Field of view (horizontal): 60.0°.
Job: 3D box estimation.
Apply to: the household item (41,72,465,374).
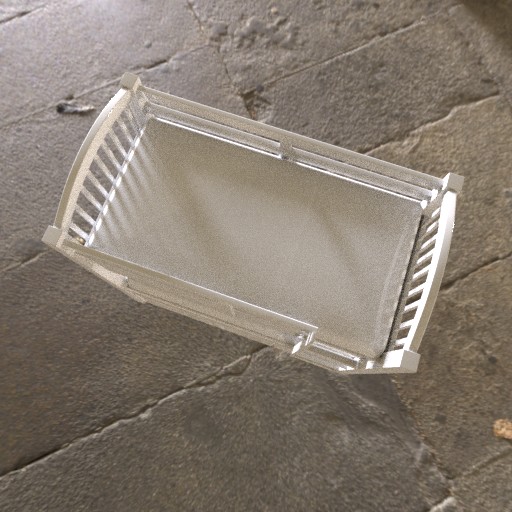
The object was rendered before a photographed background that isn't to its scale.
[{"bbox_3d":[0.000,0.000,3.269,2.032,2.032,1.143,19,76,5],"label":"household item"}]
